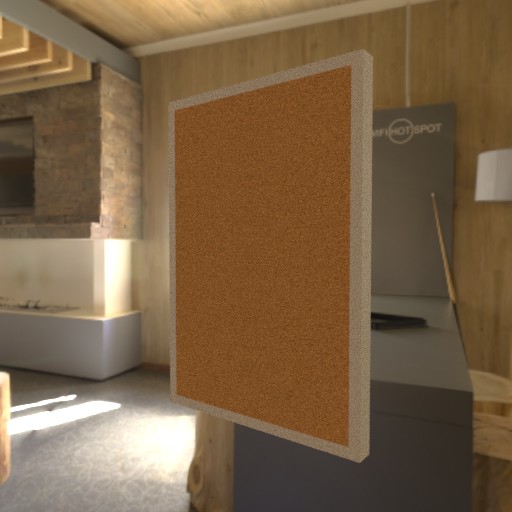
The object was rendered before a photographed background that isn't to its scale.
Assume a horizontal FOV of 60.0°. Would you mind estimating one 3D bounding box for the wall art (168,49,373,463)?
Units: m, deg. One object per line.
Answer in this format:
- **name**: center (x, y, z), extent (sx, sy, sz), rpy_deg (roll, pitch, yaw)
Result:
- **wall art**: center (0.000, 0.000, 0.854), extent (0.450, 0.657, 0.038), rpy_deg (2, 3, 37)
